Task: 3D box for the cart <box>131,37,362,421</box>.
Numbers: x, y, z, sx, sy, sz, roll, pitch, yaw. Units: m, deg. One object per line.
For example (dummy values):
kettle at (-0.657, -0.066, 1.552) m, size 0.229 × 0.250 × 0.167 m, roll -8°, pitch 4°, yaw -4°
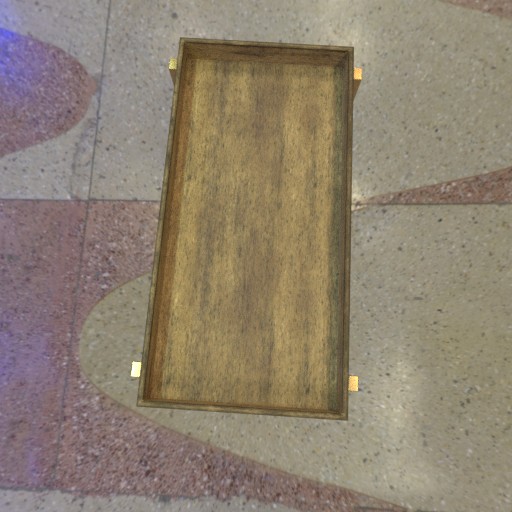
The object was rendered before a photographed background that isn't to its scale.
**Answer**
cart at (0.000, 0.000, 1.245) m, size 0.416 × 0.799 × 0.750 m, roll 4°, pitch 77°, yaw 1°
